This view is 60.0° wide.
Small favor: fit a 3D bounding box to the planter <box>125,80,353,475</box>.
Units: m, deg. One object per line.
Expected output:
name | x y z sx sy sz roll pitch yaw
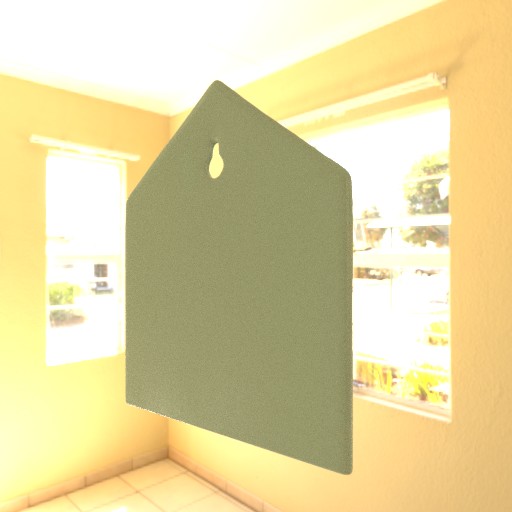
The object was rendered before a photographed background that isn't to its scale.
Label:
planter | 0.000 0.000 0.278 0.164 0.197 0.079 0 0 37
